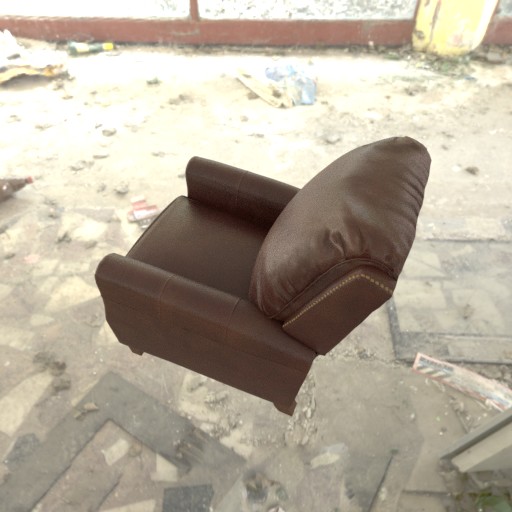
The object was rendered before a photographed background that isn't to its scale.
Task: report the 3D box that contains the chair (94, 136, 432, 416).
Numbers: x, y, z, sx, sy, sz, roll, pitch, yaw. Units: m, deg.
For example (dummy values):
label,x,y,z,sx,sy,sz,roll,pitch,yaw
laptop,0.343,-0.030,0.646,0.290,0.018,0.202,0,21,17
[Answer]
label,x,y,z,sx,sy,sz,roll,pitch,yaw
chair,0.000,0.000,1.797,1.089,1.022,0.826,17,48,15
